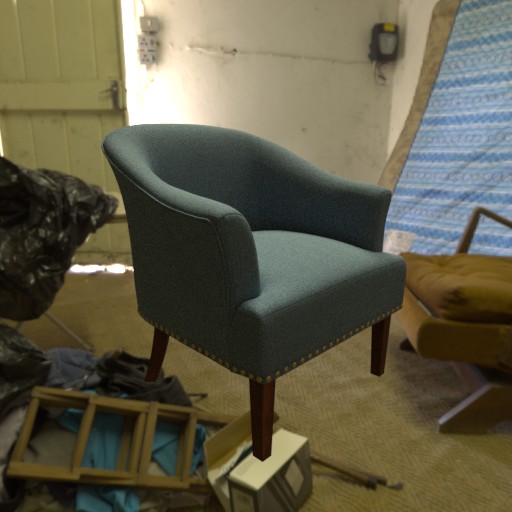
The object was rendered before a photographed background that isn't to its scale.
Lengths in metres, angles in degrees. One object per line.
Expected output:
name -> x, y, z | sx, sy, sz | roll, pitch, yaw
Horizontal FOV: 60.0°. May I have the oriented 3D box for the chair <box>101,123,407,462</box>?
chair -> 0.000, 0.000, 1.396 | 0.704, 0.815, 0.772 | 14, 20, 42
